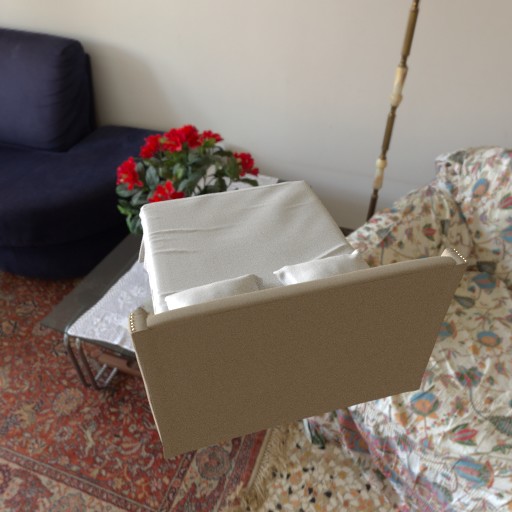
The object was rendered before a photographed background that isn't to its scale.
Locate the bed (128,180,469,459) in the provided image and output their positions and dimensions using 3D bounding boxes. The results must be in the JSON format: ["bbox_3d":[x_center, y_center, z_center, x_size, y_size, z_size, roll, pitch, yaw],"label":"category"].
[{"bbox_3d":[0.000,0.000,3.562,1.925,1.332,2.276,-10,41,-12],"label":"bed"}]
